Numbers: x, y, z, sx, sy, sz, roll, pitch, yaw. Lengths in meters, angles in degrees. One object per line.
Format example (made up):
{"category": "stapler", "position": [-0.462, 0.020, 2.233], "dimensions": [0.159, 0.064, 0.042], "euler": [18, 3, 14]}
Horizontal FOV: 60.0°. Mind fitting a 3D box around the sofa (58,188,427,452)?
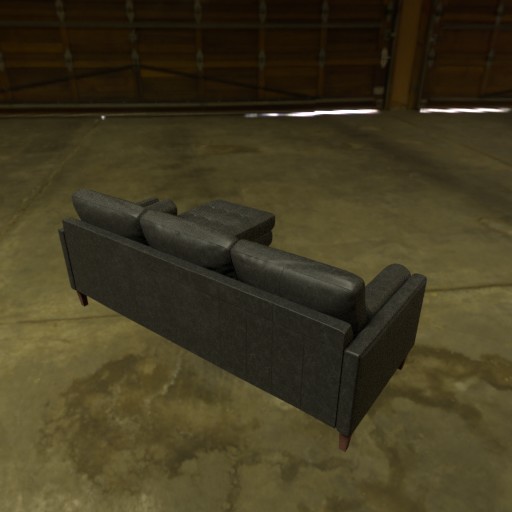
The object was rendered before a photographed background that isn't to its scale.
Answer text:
{"category": "sofa", "position": [0.000, 0.000, 2.948], "dimensions": [2.178, 0.876, 1.497], "euler": [19, 32, 33]}
